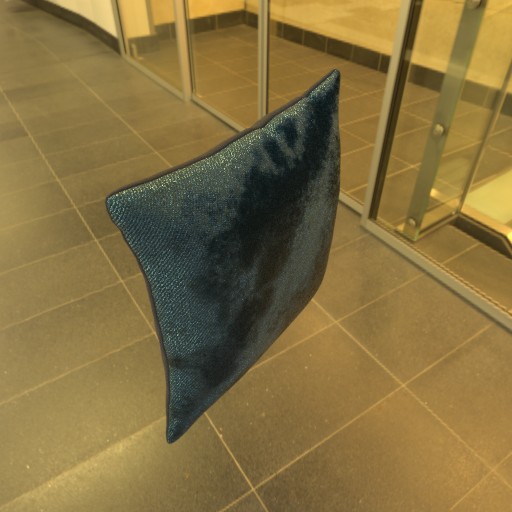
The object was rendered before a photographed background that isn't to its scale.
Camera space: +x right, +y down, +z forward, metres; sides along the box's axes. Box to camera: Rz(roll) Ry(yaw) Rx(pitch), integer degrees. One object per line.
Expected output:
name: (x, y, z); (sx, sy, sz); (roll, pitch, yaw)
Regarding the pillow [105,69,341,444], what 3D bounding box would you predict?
pillow: (0.000, 0.000, 0.648); (0.138, 0.430, 0.436); (26, 46, 27)
